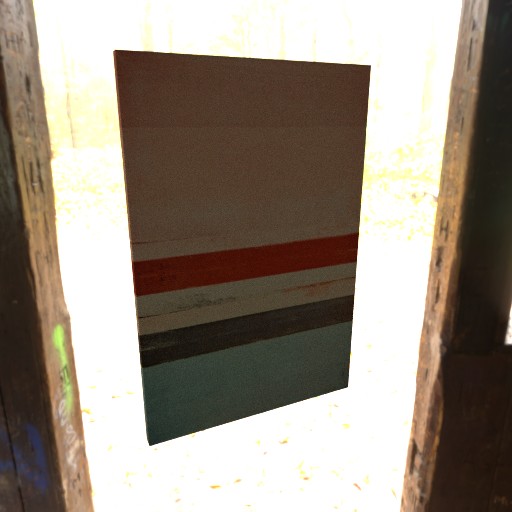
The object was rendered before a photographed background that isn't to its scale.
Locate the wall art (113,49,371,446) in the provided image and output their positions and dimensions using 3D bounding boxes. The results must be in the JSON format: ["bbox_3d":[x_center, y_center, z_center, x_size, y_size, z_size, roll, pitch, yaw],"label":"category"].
[{"bbox_3d":[0.000,0.000,1.118,0.610,0.914,0.038,-8,19,-24],"label":"wall art"}]
